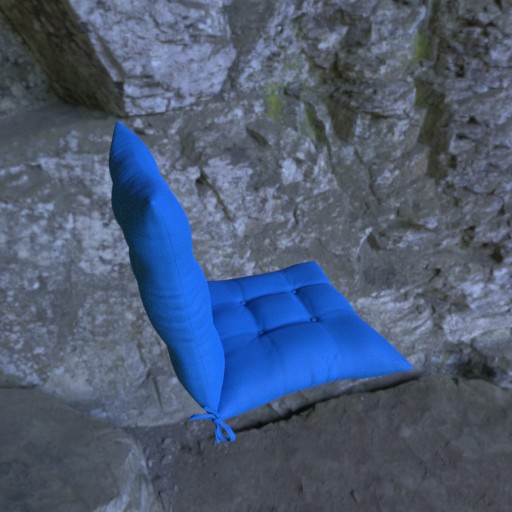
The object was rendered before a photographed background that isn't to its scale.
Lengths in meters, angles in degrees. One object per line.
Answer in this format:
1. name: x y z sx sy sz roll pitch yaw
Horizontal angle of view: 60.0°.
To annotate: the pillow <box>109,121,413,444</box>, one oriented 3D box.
1. pillow: 0.000 0.000 1.012 0.585 0.536 0.541 -10 31 -17
